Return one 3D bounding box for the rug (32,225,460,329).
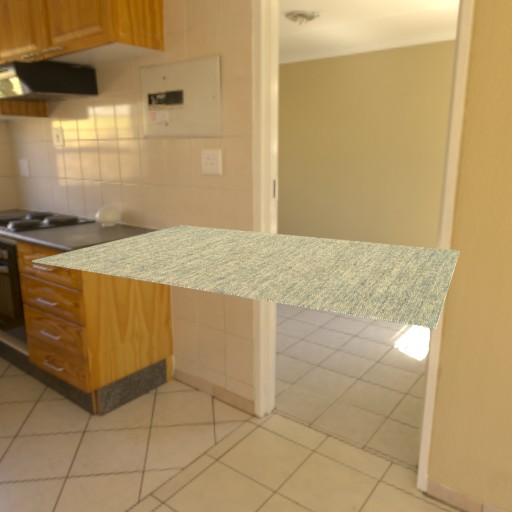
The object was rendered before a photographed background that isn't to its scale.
[{"bbox_3d":[0.000,0.000,2.160,1.752,0.006,1.142,7,15,26],"label":"rug"}]
